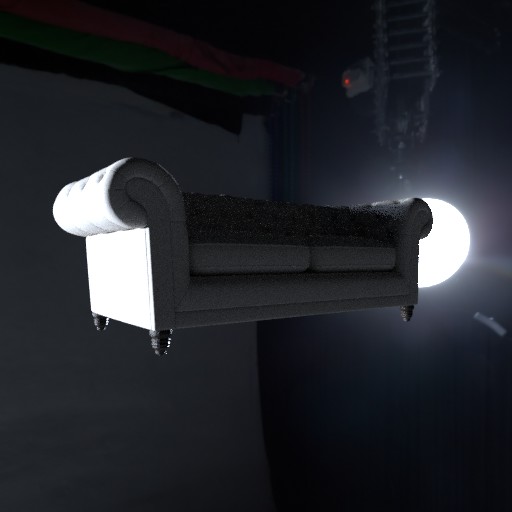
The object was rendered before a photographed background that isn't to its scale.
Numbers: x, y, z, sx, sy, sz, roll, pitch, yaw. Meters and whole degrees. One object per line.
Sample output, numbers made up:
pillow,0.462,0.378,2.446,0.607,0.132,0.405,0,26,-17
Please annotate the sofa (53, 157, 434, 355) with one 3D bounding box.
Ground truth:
sofa,0.000,0.000,2.487,1.998,0.764,0.986,0,-1,-36
